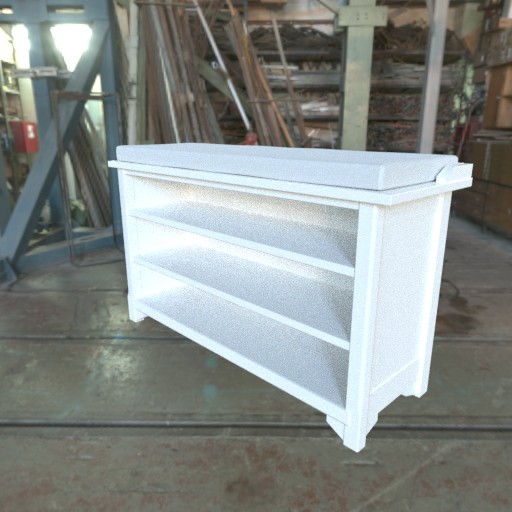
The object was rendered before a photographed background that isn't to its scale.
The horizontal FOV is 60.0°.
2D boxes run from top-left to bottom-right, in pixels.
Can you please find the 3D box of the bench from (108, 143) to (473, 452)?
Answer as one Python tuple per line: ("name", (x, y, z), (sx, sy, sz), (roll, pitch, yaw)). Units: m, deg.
("bench", (0.000, 0.000, 1.252), (0.346, 0.589, 0.987), (-16, 23, -42))
